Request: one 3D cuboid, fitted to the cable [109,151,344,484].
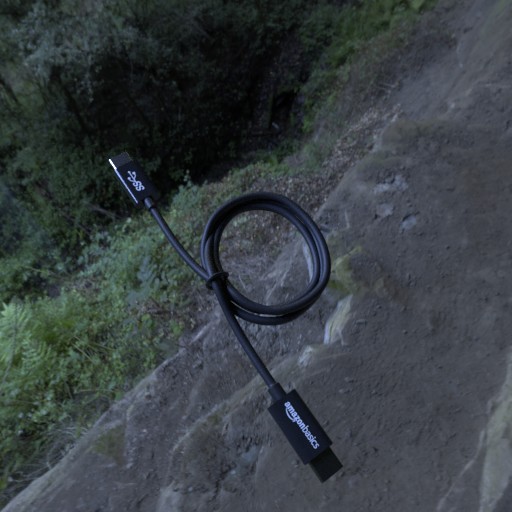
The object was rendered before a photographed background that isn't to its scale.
[{"bbox_3d":[0.000,0.000,0.209,0.070,0.014,0.186,-32,67,-15],"label":"cable"}]
